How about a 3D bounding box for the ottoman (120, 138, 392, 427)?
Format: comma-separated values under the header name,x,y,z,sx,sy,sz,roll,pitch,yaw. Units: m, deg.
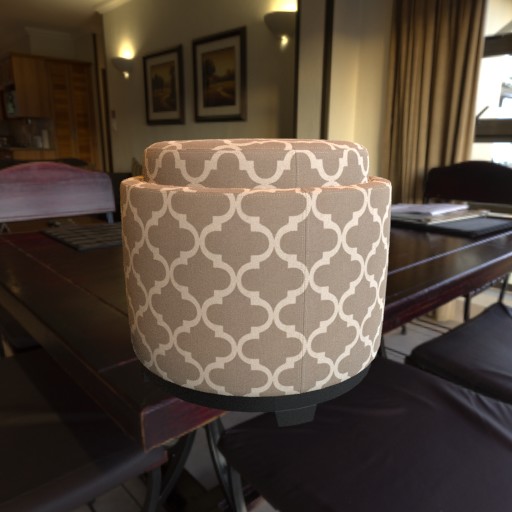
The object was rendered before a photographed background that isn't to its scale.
name,x,y,z,sx,sy,sz,roll,pitch,yaw
ottoman,0.000,0.000,0.839,0.480,0.429,0.480,0,14,0
